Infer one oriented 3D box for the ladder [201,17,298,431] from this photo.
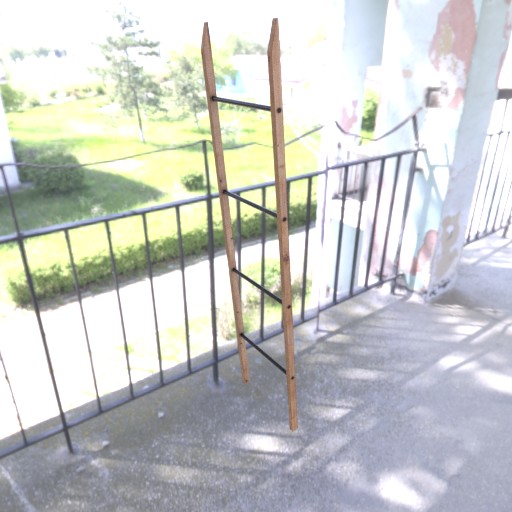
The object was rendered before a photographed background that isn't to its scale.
[{"bbox_3d":[0.000,0.000,1.923,0.200,1.805,0.442,-18,31,-32],"label":"ladder"}]
